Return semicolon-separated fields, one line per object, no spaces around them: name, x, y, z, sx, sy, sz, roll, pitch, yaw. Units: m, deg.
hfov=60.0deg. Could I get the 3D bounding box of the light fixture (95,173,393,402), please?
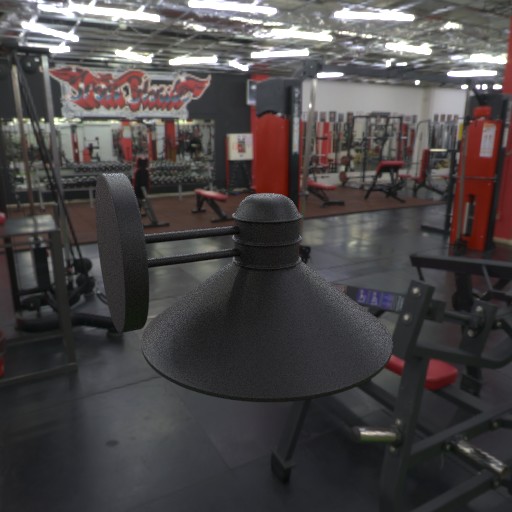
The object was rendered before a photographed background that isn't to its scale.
light fixture;0.000;0.000;0.683;0.434;0.265;0.396;-7;17;-26
